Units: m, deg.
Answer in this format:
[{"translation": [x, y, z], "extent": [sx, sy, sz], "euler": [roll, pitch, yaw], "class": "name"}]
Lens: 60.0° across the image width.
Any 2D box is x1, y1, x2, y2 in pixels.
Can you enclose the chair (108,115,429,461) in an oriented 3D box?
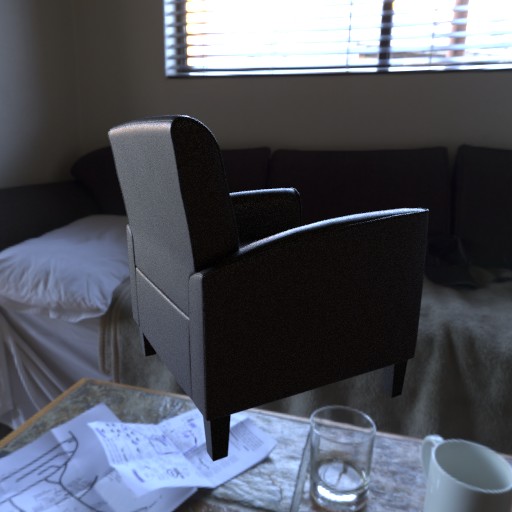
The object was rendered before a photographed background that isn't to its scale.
[{"translation": [0.000, 0.000, 1.574], "extent": [0.819, 0.916, 0.820], "euler": [-7, 16, -27], "class": "chair"}]
